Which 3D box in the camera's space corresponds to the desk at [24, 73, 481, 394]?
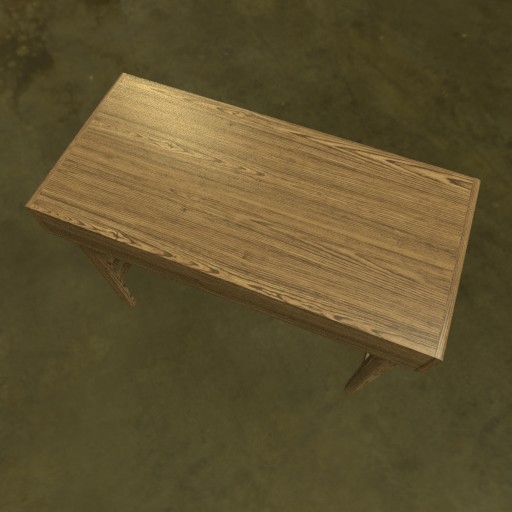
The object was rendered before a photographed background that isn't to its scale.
[{"bbox_3d":[0.000,0.000,1.476,1.067,0.755,0.508,20,66,9],"label":"desk"}]
